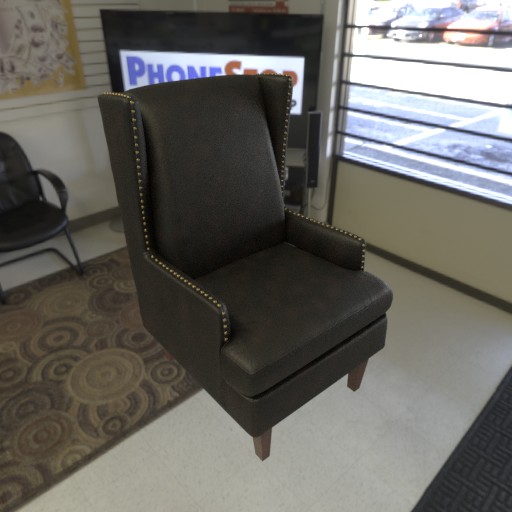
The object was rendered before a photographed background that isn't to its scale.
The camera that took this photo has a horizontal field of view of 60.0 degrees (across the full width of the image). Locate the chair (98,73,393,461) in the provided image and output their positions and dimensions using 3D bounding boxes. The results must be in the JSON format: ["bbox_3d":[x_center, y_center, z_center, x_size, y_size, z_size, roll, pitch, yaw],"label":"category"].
[{"bbox_3d":[0.000,0.000,1.624,0.703,1.142,0.799,-23,37,-33],"label":"chair"}]
